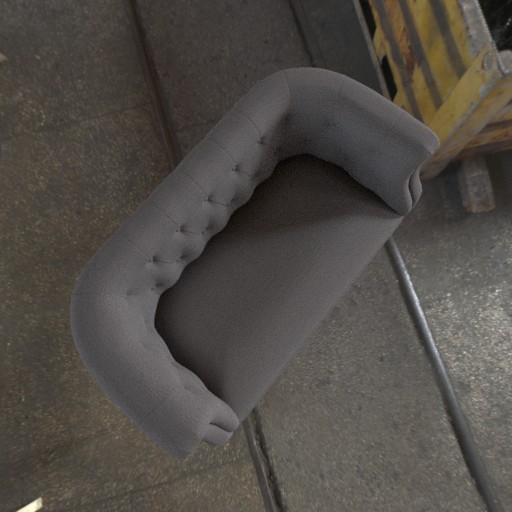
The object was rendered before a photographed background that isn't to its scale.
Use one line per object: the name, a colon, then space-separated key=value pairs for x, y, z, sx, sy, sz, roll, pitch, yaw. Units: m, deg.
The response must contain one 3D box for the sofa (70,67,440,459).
sofa: x=0.000 y=0.000 z=1.988 sx=0.835 sy=0.827 sz=1.558 roll=39 pitch=80 yaw=8
